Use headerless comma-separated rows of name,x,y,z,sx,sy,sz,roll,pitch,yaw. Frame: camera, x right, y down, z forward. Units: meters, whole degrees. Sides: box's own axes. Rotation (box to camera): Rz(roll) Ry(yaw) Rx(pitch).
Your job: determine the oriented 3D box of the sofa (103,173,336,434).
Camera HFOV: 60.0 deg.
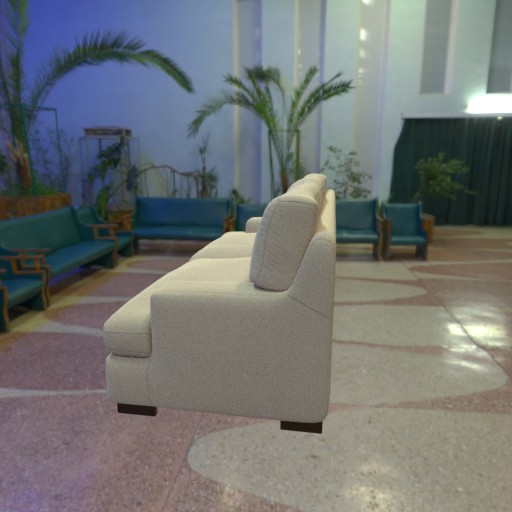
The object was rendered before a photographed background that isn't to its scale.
sofa,0.000,0.000,2.682,0.929,0.925,2.147,2,13,10
